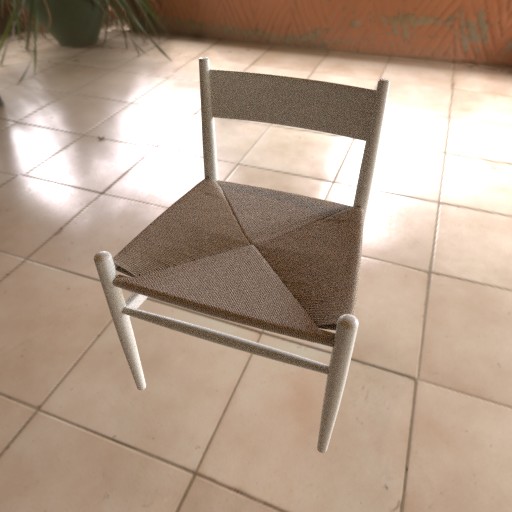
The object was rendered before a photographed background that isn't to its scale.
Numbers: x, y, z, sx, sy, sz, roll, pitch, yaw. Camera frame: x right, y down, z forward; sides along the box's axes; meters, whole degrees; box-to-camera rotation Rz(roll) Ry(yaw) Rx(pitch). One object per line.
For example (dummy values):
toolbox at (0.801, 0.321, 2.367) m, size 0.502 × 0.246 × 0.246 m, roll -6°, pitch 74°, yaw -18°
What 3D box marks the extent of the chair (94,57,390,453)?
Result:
chair at (0.000, 0.000, 1.094) m, size 0.556 × 0.762 × 0.495 m, roll 13°, pitch 43°, yaw 15°
